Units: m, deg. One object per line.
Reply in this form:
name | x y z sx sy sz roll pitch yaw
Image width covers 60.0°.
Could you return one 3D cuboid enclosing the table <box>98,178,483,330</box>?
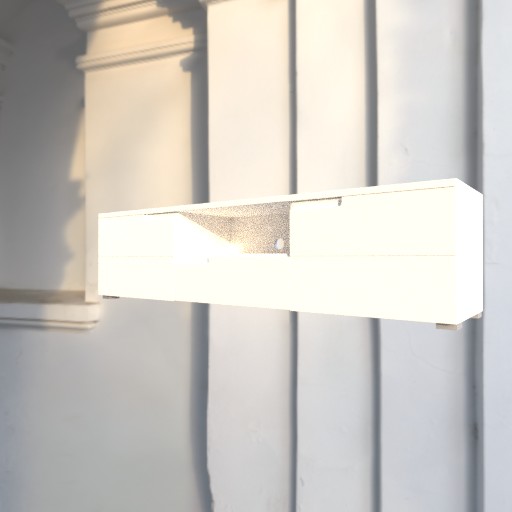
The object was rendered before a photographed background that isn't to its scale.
table | 0.000 0.000 1.858 1.650 0.420 0.390 0 0 36
